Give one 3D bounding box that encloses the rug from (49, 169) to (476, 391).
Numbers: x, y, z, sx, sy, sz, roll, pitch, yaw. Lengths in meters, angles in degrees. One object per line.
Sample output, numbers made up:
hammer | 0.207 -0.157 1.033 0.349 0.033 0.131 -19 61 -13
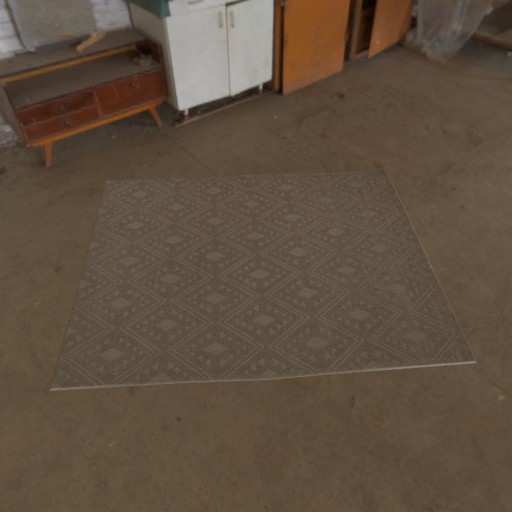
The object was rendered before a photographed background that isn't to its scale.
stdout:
rug | 0.000 0.000 3.930 3.011 0.054 2.399 -3 46 -3
